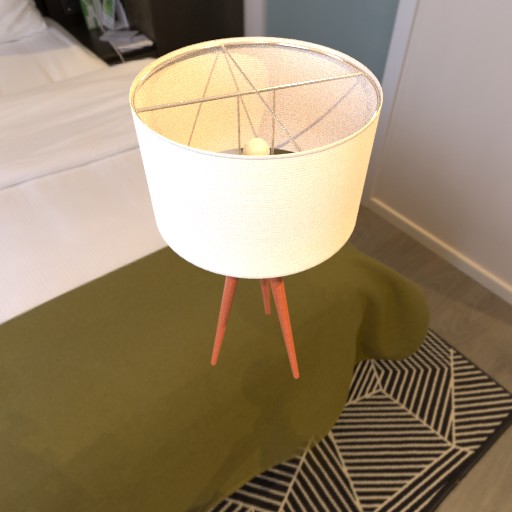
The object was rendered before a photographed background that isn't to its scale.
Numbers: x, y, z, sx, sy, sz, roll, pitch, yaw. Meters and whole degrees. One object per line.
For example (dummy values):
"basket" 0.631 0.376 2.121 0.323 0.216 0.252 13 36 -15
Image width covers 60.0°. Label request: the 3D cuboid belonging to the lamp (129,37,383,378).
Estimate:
"lamp" 0.000 0.000 0.888 0.355 0.709 0.354 16 49 14
